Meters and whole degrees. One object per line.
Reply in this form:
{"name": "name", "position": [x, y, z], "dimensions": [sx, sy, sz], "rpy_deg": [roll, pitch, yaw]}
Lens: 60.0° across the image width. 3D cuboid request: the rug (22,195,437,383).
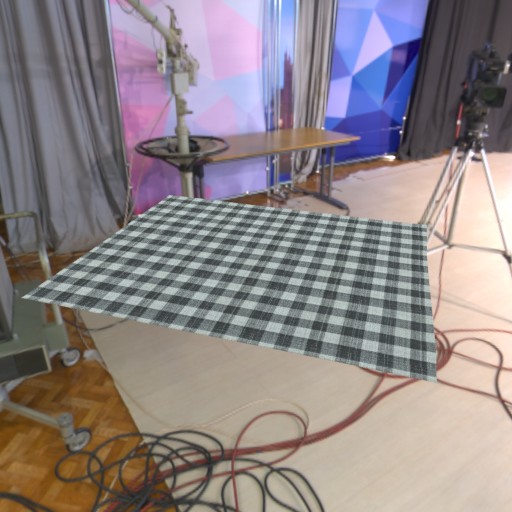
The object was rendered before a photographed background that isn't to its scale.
{"name": "rug", "position": [0.000, 0.000, 4.038], "dimensions": [3.021, 0.013, 2.432], "rpy_deg": [8, 29, 16]}
